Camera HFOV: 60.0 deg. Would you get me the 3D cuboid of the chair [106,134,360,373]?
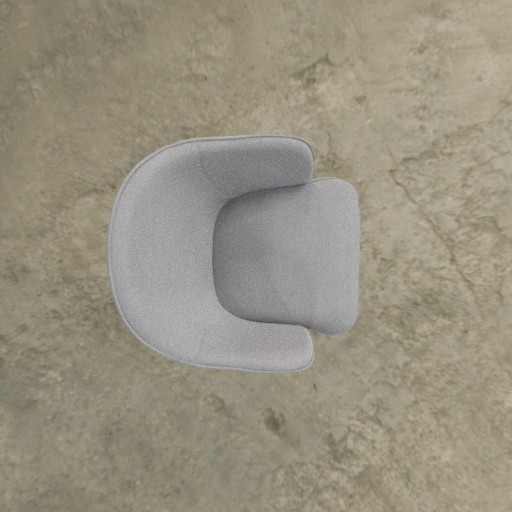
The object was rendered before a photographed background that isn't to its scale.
[{"bbox_3d":[0.000,0.000,1.277,0.592,0.817,0.570,0,89,0],"label":"chair"}]
